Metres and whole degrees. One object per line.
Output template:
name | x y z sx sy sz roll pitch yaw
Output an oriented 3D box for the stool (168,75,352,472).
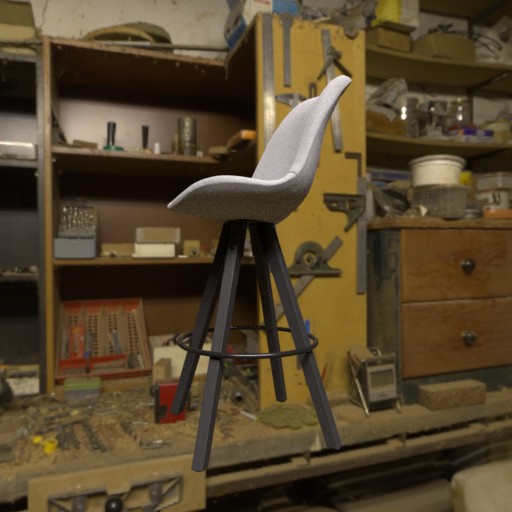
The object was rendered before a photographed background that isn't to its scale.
stool | 0.000 0.000 1.425 0.550 1.115 0.485 0 1 -19
